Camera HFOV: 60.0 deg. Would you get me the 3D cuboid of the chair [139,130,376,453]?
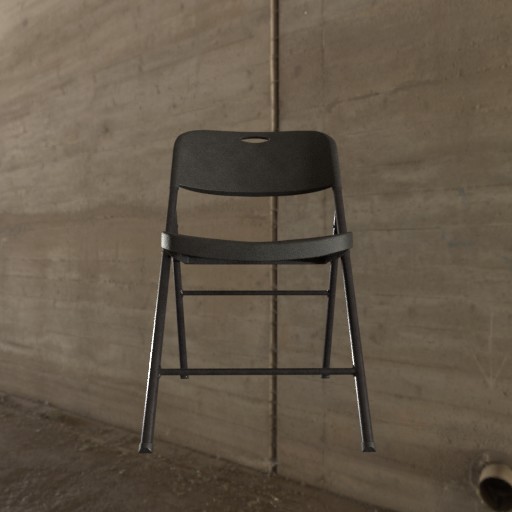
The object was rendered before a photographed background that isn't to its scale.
[{"bbox_3d":[0.000,0.000,1.189,0.494,0.810,0.566,0,0,-1],"label":"chair"}]
